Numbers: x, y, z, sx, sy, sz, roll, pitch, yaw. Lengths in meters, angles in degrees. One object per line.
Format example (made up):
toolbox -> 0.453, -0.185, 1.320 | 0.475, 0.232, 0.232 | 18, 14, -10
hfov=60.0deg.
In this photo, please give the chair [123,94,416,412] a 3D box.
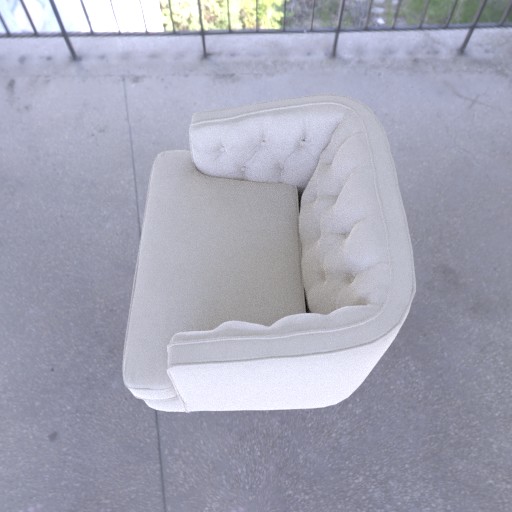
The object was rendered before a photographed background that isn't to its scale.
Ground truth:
chair -> 0.000, 0.000, 1.782 | 0.941, 0.852, 1.104 | 0, 59, 0
